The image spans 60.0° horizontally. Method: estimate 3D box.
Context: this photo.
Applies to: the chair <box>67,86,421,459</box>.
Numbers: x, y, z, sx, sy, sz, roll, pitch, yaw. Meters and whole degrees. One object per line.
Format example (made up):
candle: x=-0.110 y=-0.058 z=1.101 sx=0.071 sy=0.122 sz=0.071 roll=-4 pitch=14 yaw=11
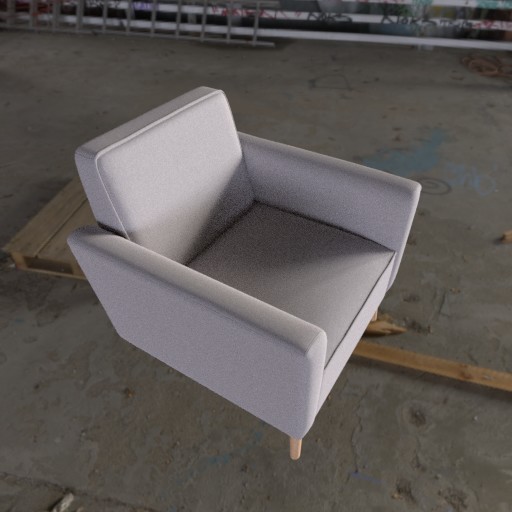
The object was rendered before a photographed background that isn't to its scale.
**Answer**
chair: x=0.000 y=0.000 z=1.390 sx=0.750 sy=0.780 sz=0.780 roll=22 pitch=45 yaw=24
